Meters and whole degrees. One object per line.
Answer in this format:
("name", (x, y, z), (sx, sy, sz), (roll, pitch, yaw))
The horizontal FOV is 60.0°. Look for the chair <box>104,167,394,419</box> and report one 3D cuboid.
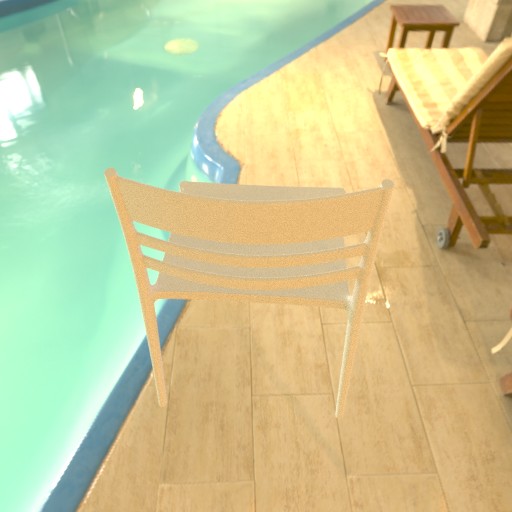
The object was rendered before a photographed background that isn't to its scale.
("chair", (0.000, 0.000, 1.147), (0.531, 0.800, 0.511), (3, 46, 3))
